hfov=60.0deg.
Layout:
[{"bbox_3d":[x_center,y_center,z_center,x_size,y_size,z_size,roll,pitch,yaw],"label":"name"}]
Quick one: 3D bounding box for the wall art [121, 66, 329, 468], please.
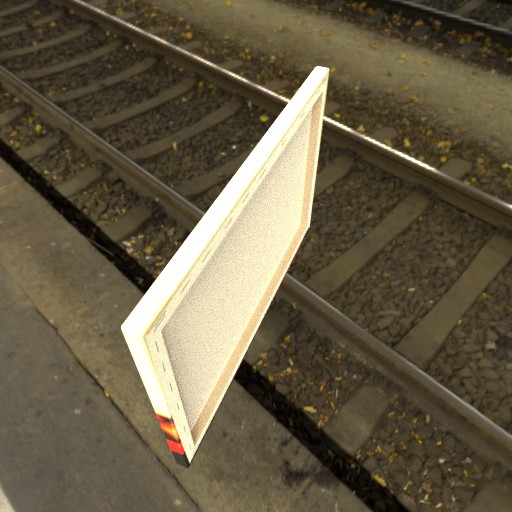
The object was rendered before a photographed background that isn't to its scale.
[{"bbox_3d":[0.000,0.000,1.146,0.038,0.602,0.918,18,50,15],"label":"wall art"}]
